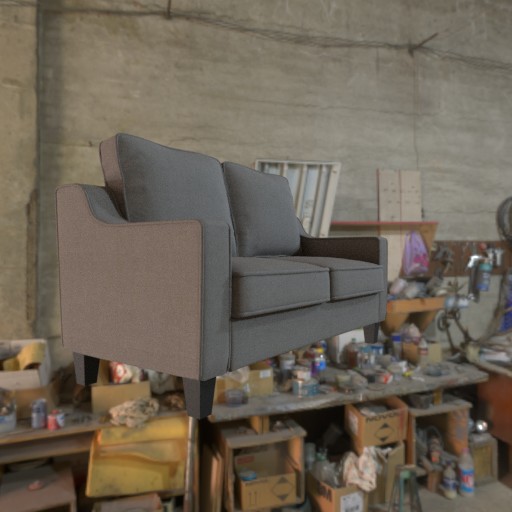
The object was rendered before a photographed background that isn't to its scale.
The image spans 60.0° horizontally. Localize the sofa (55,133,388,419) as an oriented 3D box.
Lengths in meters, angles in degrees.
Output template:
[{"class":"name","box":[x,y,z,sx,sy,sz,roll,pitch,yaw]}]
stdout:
[{"class":"sofa","box":[0.000,0.000,2.038,0.791,0.948,1.500,0,0,36]}]
